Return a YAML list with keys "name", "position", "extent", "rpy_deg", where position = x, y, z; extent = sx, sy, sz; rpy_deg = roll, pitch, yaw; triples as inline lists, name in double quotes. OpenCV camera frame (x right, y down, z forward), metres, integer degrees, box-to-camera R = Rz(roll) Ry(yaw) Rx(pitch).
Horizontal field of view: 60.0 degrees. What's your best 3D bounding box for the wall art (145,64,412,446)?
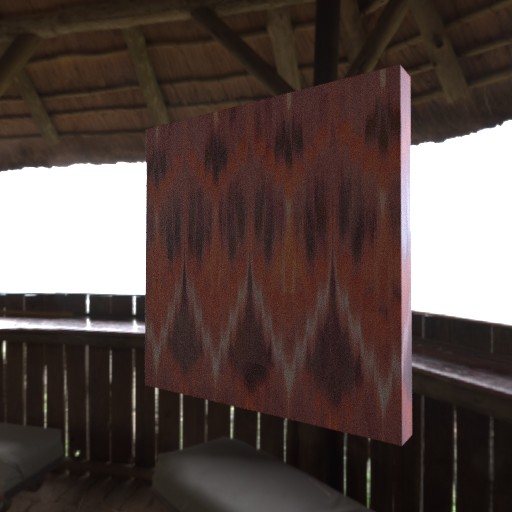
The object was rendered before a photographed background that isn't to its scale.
- name: "wall art"
  position: [0.000, 0.000, 0.601]
  extent: [0.403, 0.406, 0.038]
  rpy_deg: [-1, -1, 35]
